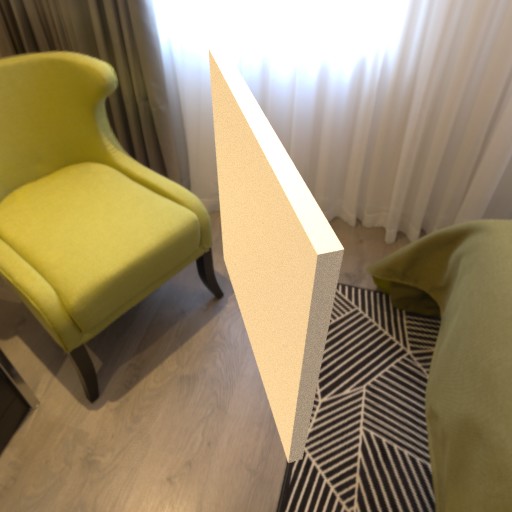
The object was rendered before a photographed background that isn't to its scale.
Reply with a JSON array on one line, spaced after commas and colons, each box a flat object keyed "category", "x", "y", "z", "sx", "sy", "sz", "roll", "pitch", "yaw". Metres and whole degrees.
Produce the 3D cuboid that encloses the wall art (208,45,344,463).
[{"category": "wall art", "x": 0.000, "y": 0.000, "z": 0.829, "sx": 0.028, "sy": 0.559, "sz": 0.559, "roll": -11, "pitch": 47, "yaw": -11}]
